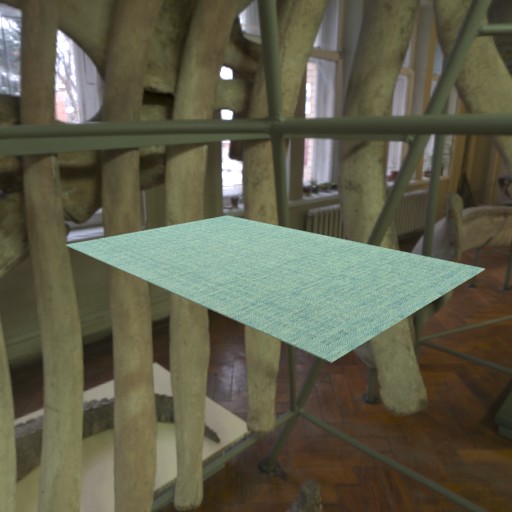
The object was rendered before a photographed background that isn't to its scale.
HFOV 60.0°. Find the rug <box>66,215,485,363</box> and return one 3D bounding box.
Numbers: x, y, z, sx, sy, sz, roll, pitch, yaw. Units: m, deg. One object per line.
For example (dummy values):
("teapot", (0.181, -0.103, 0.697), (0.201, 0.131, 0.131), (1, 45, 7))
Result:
("rug", (0.000, 0.000, 2.867), (1.522, 0.006, 2.286), (-16, 22, -43))
